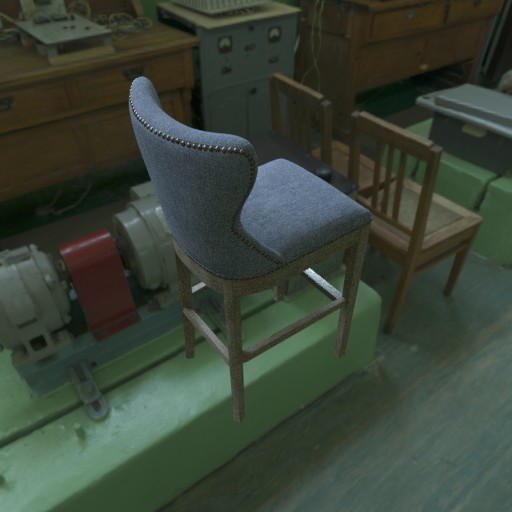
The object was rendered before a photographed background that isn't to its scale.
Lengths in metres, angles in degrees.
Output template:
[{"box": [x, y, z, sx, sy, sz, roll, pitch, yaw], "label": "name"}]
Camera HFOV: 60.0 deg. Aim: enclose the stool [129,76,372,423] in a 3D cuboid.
[{"box": [0.000, 0.000, 1.457, 0.606, 1.123, 0.494, -27, 48, -27], "label": "stool"}]
